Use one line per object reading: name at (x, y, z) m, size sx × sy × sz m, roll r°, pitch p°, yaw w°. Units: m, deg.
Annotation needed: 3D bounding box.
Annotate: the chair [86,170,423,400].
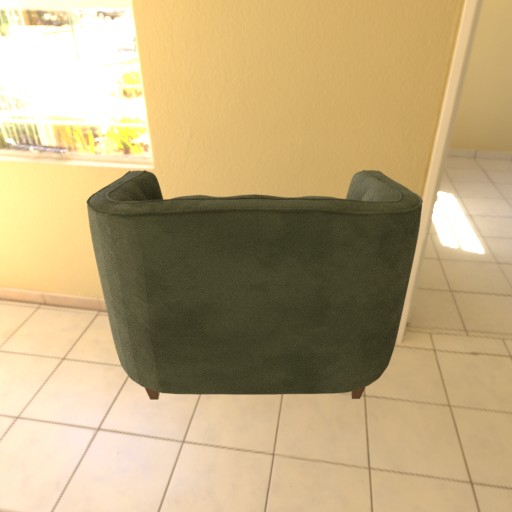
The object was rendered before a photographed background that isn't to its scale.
chair at (0.000, 0.000, 1.812) m, size 1.104 × 0.852 × 0.941 m, roll 0°, pitch 31°, yaw 0°
